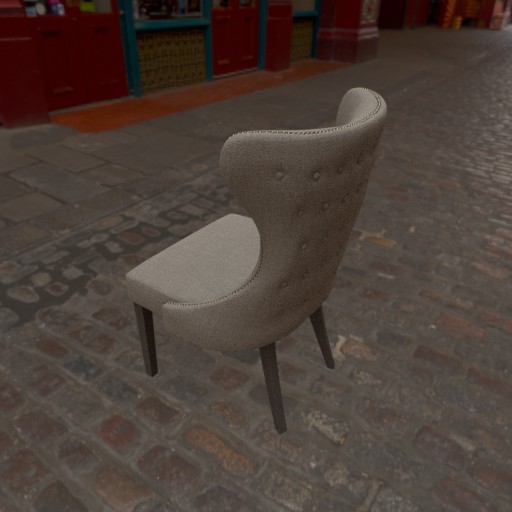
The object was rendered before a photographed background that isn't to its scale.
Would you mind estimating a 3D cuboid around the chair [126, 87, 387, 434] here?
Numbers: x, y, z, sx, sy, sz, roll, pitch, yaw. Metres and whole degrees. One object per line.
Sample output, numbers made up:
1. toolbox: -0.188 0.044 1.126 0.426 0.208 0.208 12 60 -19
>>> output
1. chair: 0.000 0.000 1.389 0.635 0.967 0.628 20 37 30
